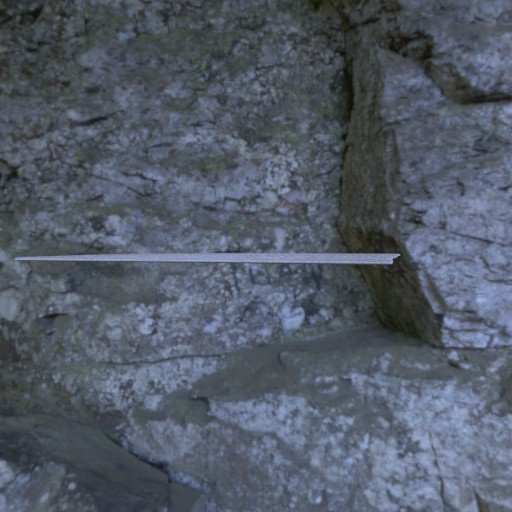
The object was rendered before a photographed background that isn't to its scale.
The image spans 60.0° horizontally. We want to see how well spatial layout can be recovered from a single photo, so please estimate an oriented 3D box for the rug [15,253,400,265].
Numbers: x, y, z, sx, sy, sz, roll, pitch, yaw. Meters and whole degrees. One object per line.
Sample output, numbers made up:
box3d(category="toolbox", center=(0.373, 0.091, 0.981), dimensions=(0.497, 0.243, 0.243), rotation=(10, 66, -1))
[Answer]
box3d(category="rug", center=(0.000, 0.000, 4.048), dimensions=(2.472, 0.035, 3.017), rotation=(0, 1, 19))
